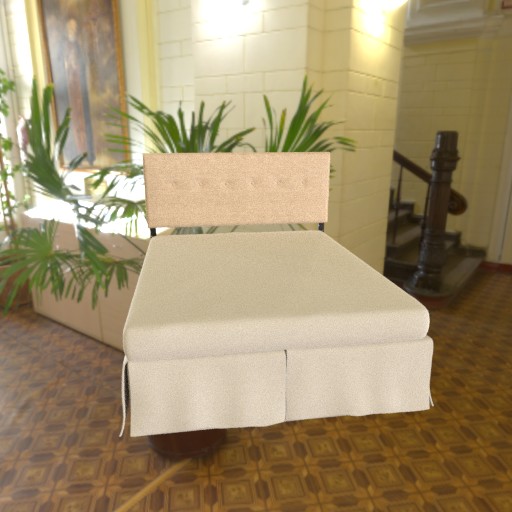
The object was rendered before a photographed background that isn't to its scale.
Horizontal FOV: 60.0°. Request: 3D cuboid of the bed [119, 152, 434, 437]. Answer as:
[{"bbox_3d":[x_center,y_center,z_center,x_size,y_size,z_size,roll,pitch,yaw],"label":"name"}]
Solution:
[{"bbox_3d":[0.000,0.000,2.984,1.643,1.270,1.978,-2,16,-9],"label":"bed"}]
